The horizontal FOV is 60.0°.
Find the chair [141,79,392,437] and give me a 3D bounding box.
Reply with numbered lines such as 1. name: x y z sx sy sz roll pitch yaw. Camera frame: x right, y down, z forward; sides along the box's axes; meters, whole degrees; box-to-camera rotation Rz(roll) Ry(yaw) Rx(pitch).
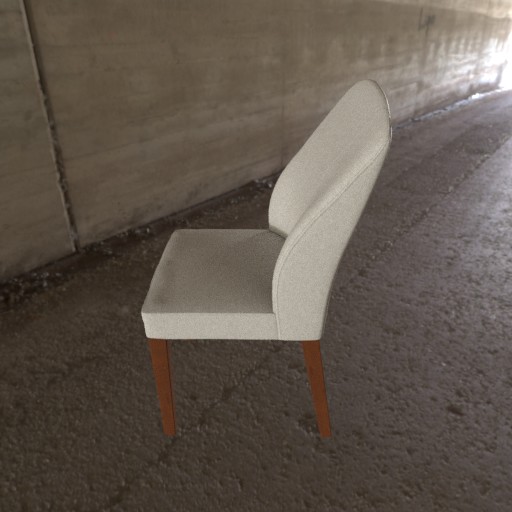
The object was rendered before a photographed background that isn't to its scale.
1. chair: 0.000 0.000 1.203 0.540 0.893 0.472 0 28 0
